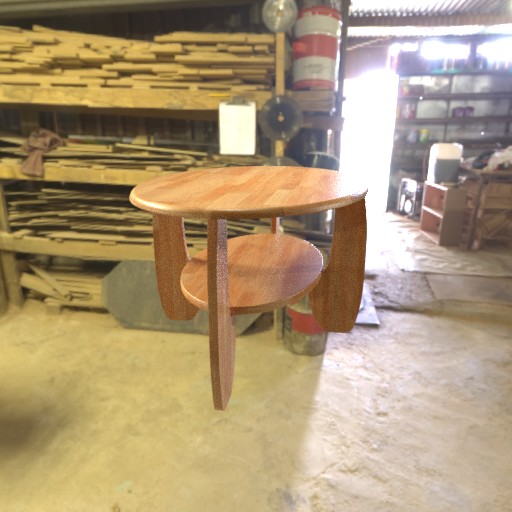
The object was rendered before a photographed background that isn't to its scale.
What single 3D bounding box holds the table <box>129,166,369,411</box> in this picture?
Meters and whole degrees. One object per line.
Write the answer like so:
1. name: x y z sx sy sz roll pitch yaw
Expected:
1. table: 0.000 0.000 1.436 0.690 0.490 1.040 3 17 10
